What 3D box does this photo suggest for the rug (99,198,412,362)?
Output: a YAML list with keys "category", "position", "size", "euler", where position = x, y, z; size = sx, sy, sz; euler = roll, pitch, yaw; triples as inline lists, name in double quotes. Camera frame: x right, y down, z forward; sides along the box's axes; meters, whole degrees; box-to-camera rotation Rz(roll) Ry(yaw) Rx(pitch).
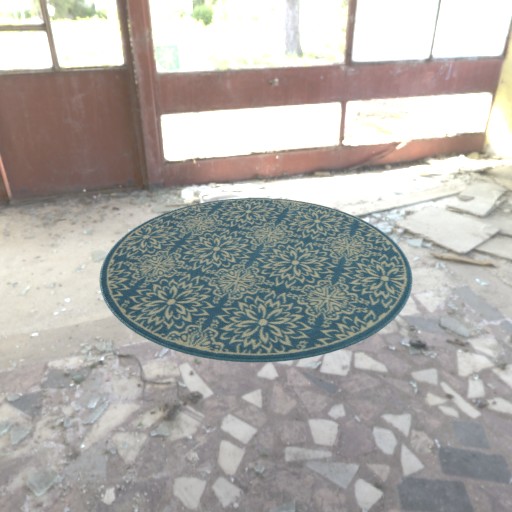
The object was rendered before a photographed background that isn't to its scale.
- category: "rug"
  position: [0.000, 0.000, 2.358]
  size: [1.593, 0.012, 1.593]
  euler: [0, 30, 0]
